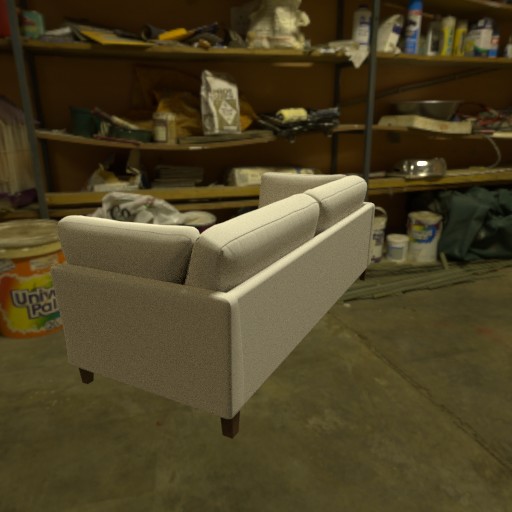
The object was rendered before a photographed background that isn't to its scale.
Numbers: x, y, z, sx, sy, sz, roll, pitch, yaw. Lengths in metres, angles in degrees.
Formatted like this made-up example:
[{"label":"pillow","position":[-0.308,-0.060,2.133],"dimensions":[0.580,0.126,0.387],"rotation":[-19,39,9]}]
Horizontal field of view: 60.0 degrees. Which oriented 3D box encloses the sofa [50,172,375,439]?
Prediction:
[{"label":"sofa","position":[0.000,0.000,2.813],"dimensions":[0.957,0.863,2.301],"rotation":[9,19,26]}]
